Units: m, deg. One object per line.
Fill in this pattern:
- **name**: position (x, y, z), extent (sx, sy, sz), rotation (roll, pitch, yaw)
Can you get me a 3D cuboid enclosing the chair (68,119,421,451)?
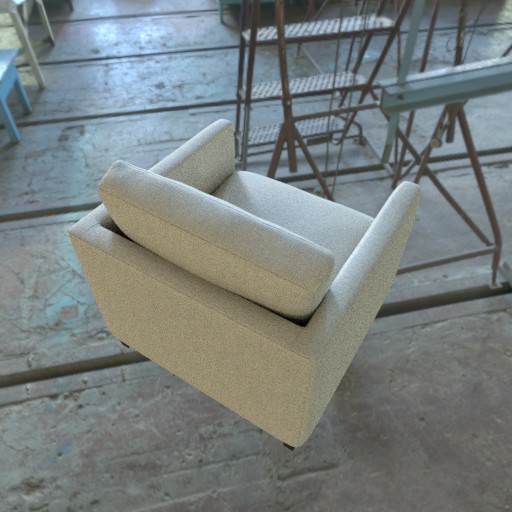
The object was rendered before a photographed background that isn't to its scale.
- **chair**: position (0.000, 0.000, 1.804), extent (0.996, 0.919, 0.959), rotation (25, 51, 22)
